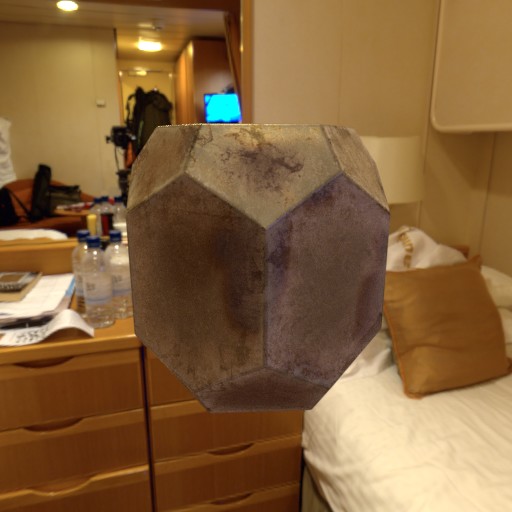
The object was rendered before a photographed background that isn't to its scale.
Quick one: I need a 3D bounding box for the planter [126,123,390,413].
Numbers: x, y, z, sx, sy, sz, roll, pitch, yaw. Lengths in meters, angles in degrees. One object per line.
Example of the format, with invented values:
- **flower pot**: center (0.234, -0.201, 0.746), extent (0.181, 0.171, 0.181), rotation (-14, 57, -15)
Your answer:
- **planter**: center (0.000, 0.000, 0.424), extent (0.243, 0.238, 0.221), rotation (7, 16, 26)
